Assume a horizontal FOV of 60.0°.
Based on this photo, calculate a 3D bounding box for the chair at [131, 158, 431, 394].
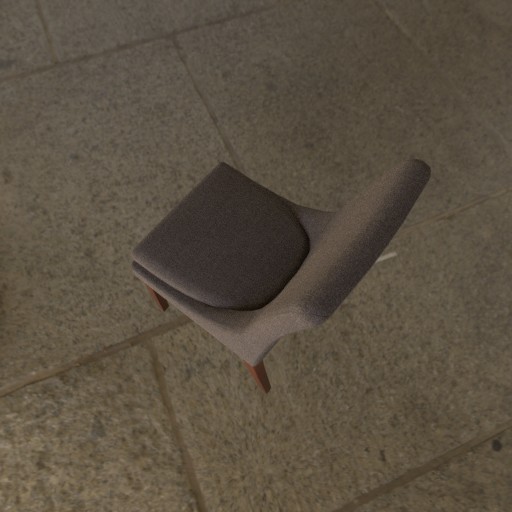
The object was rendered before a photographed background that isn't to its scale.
[{"bbox_3d":[0.000,0.000,1.372,0.655,0.952,0.508,35,69,15],"label":"chair"}]
